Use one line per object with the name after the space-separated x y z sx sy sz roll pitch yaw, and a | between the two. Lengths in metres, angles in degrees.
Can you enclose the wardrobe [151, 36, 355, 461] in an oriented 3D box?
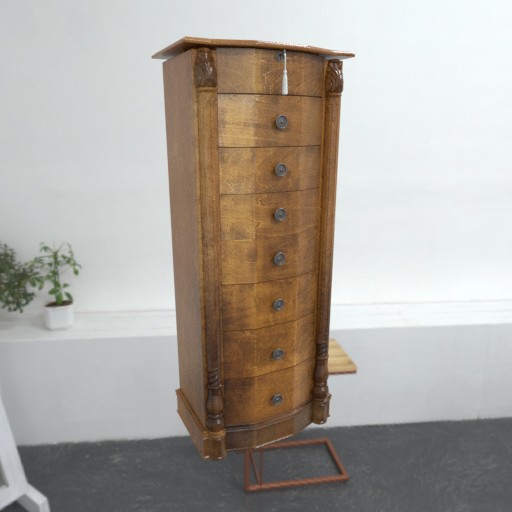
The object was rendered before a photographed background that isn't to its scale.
0.000 0.000 1.132 0.406 0.959 0.273 -8 18 -26 | wardrobe
